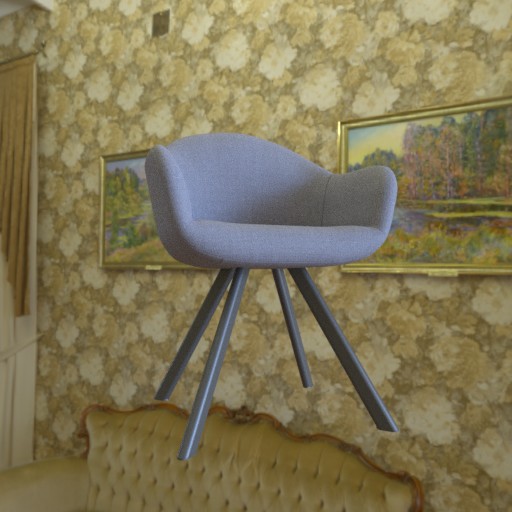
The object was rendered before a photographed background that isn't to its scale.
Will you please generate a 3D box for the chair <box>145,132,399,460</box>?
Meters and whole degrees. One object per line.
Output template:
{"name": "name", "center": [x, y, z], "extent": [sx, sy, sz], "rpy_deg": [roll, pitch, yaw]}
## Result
{"name": "chair", "center": [0.000, 0.000, 1.181], "extent": [0.590, 0.795, 0.550], "rpy_deg": [1, -3, -19]}
